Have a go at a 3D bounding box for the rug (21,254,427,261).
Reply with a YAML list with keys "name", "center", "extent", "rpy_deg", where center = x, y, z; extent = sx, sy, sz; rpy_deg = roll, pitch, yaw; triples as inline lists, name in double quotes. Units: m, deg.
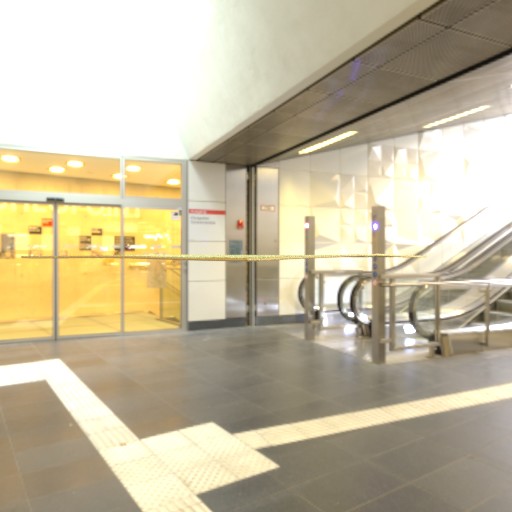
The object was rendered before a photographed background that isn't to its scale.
- name: "rug"
  center: [0.000, 0.000, 2.946]
  extent: [1.593, 0.029, 2.305]
  rpy_deg: [0, 0, 36]
